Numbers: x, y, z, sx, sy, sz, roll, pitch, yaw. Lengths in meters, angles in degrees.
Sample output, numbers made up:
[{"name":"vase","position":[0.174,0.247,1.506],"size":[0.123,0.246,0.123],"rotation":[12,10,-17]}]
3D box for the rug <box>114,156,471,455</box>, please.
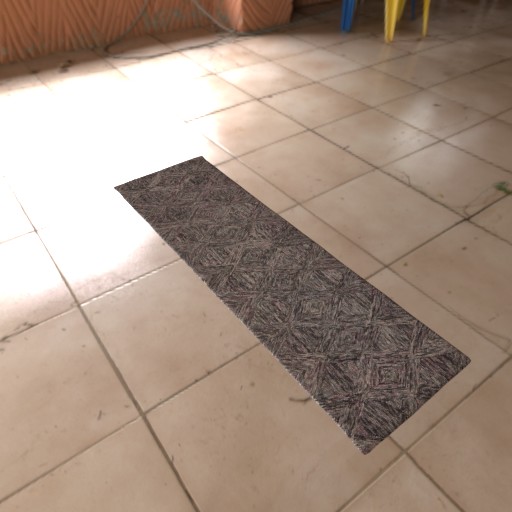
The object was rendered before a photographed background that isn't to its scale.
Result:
[{"name":"rug","position":[0.000,0.000,2.516],"size":[0.719,0.013,2.305],"rotation":[-27,49,-27]}]
